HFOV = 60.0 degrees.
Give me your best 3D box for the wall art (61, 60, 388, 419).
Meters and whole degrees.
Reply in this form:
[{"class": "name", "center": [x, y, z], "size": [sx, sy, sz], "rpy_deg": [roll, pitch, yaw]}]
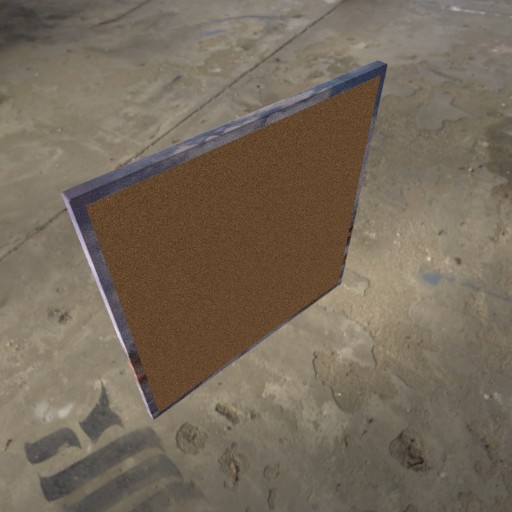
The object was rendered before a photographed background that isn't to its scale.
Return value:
[{"class": "wall art", "center": [0.000, 0.000, 1.305], "size": [0.888, 0.897, 0.035], "rpy_deg": [-31, 54, -27]}]
